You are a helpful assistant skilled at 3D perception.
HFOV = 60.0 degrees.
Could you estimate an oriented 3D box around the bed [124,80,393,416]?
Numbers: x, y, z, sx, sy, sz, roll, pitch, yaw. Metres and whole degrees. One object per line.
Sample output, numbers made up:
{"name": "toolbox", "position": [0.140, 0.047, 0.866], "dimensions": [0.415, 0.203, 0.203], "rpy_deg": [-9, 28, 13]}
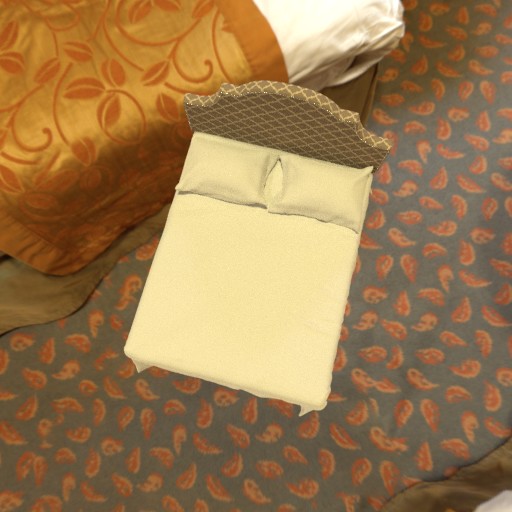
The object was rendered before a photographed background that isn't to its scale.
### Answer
{"name": "bed", "position": [0.000, 0.000, 3.446], "dimensions": [1.780, 1.633, 2.222], "rpy_deg": [14, 76, 4]}
